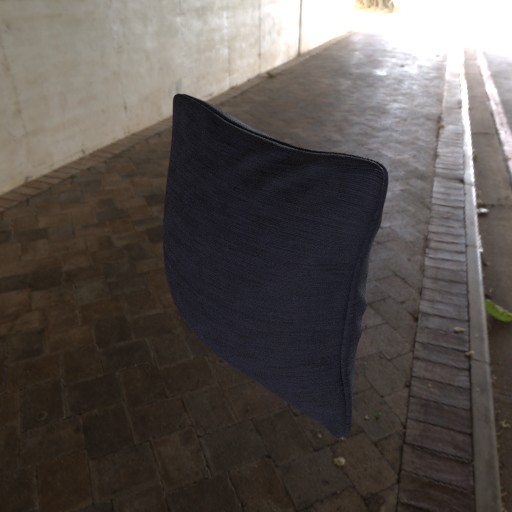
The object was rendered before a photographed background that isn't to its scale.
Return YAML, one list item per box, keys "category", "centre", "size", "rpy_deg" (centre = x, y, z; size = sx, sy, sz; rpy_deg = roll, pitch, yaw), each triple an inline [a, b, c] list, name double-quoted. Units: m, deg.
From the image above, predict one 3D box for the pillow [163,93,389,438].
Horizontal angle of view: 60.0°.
- category: "pillow"
  centre: [0.000, 0.000, 0.679]
  size: [0.246, 0.414, 0.432]
  rpy_deg: [-21, 38, -30]
